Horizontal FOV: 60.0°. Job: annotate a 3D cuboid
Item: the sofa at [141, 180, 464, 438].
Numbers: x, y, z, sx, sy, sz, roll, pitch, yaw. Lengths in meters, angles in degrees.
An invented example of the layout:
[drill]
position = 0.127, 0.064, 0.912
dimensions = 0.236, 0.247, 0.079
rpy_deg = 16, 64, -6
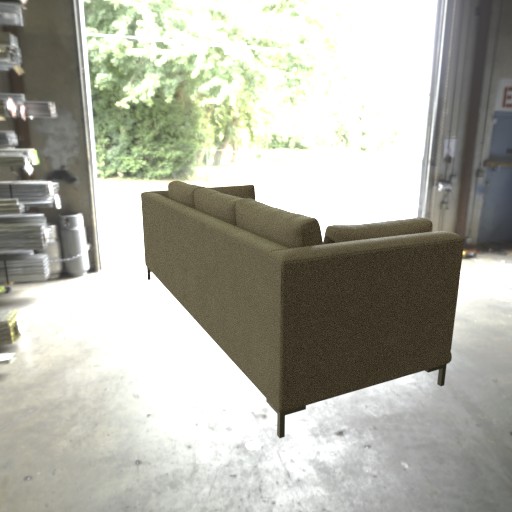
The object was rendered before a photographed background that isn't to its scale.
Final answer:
[sofa]
position = 0.000, 0.000, 2.921
dimensions = 0.969, 0.867, 2.415
rpy_deg = -7, 16, -25
